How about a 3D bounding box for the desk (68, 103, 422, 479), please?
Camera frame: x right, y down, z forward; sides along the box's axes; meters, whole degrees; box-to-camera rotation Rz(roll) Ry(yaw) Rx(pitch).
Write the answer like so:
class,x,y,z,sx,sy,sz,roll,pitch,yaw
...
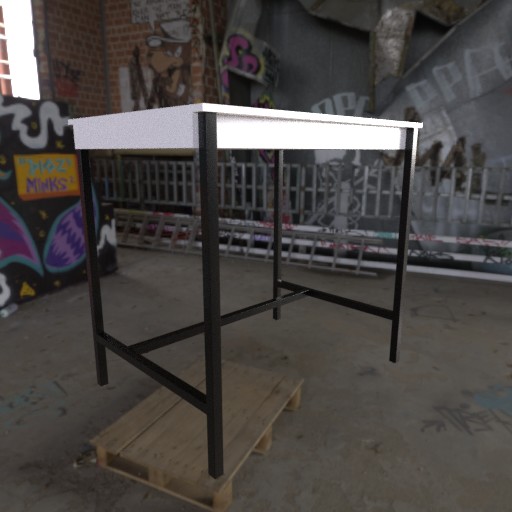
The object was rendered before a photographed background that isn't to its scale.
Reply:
class,x,y,z,sx,sy,sz,roll,pitch,yaw
desk,0.000,0.000,1.318,0.811,0.766,0.573,-13,18,-43
